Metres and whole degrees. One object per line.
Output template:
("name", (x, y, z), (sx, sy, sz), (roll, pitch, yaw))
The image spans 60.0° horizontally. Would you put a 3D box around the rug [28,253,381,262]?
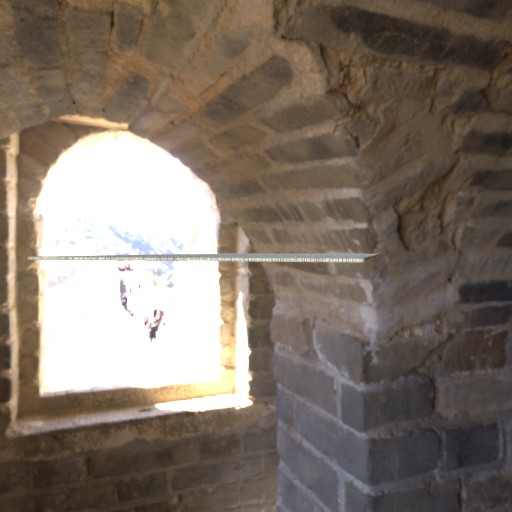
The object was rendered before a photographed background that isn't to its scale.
("rug", (0.000, 0.000, 2.892), (1.523, 0.017, 2.263), (0, 1, 17))
